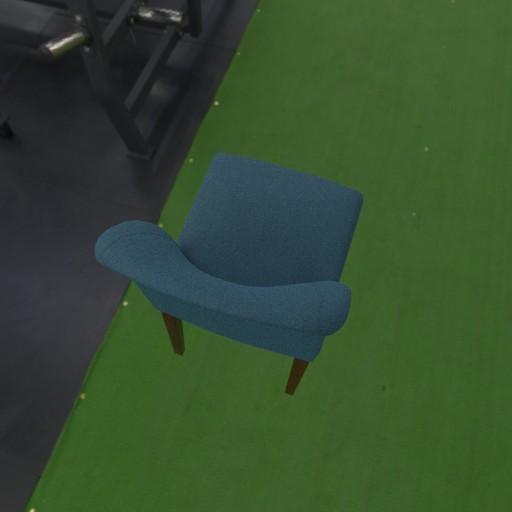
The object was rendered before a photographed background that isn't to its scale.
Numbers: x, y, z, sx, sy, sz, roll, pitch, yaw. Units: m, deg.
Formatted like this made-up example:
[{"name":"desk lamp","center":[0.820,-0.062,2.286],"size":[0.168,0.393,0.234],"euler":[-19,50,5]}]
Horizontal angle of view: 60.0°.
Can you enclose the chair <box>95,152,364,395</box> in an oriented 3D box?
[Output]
[{"name":"chair","center":[0.000,0.000,1.223],"size":[0.507,0.879,0.620],"euler":[17,66,8]}]
